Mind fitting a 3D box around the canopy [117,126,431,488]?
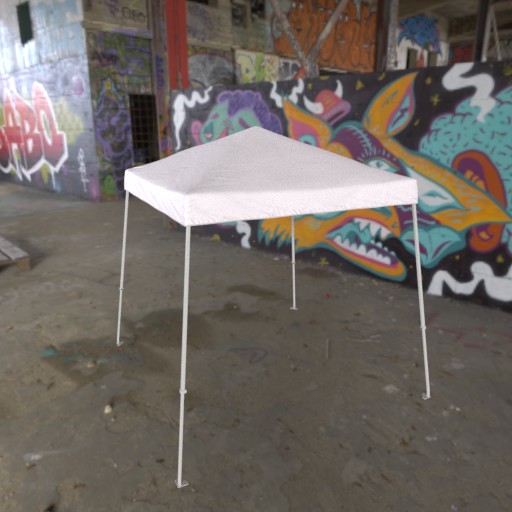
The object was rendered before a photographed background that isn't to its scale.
[{"bbox_3d":[0.000,0.000,5.068,2.849,2.850,2.850,-8,18,-25],"label":"canopy"}]
